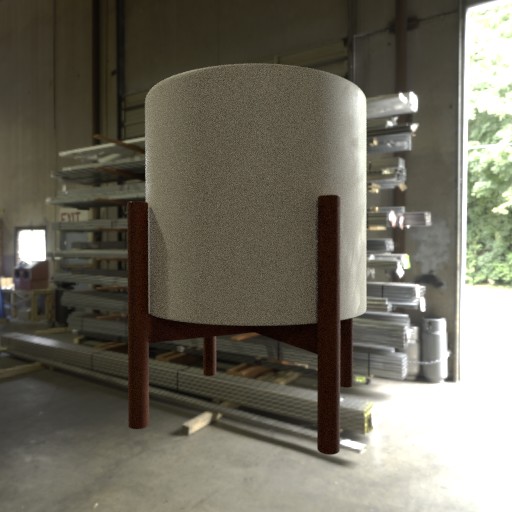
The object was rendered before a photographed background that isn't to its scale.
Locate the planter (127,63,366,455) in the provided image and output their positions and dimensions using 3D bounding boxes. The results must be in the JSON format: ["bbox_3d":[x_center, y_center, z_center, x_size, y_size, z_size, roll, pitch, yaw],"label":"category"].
[{"bbox_3d":[0.000,0.000,0.869,0.421,0.581,0.420,0,1,19],"label":"planter"}]
